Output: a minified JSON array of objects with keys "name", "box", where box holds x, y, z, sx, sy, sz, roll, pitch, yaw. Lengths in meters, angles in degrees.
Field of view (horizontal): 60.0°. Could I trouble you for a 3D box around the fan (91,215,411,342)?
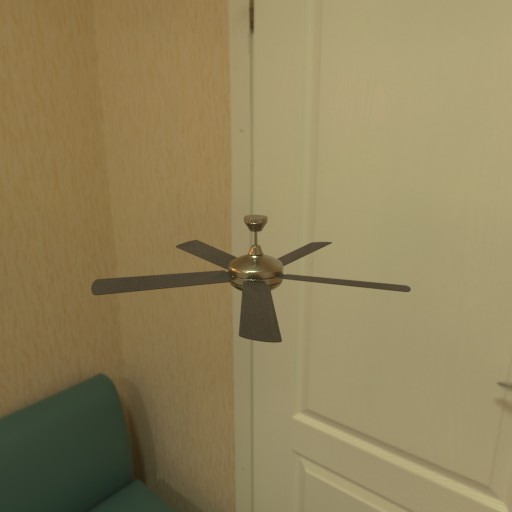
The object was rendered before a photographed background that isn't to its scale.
[{"name":"fan","box":[0.000,0.000,1.991,1.321,0.356,1.321,2,16,8]}]
